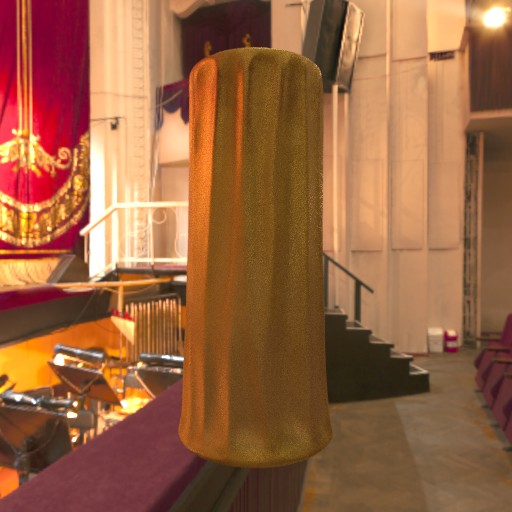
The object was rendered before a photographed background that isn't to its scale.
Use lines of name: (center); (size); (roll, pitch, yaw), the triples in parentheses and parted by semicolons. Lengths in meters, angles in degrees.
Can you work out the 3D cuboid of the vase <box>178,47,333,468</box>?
vase: (0.000, 0.000, 0.177); (0.061, 0.143, 0.061); (0, 1, 0)
